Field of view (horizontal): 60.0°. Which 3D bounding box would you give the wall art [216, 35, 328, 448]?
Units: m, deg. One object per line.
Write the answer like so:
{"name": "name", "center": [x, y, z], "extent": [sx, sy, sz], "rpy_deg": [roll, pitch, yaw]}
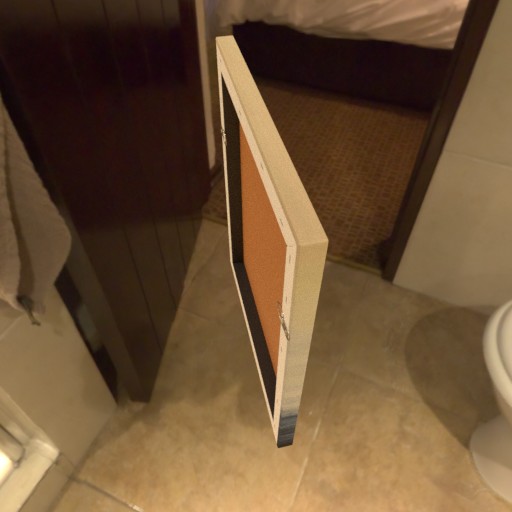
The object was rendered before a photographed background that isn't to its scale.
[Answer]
{"name": "wall art", "center": [0.000, 0.000, 0.987], "extent": [0.041, 0.710, 0.608], "rpy_deg": [-10, 49, -9]}
